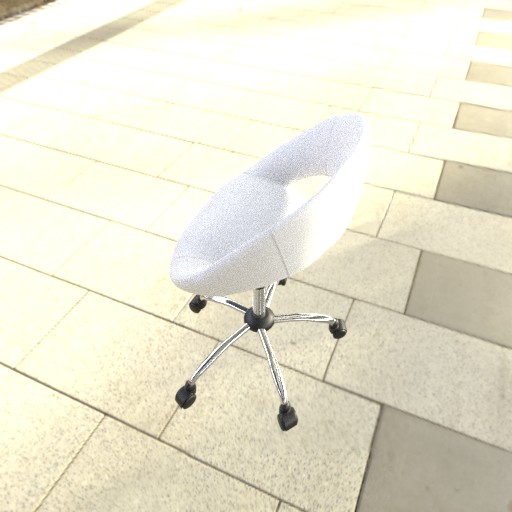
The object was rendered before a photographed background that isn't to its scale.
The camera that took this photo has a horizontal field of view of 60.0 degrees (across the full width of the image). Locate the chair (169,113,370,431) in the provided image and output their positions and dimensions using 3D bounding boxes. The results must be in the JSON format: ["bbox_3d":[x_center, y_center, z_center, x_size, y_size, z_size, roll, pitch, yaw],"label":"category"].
[{"bbox_3d":[0.000,0.000,1.187,0.538,0.791,0.612,16,46,16],"label":"chair"}]
